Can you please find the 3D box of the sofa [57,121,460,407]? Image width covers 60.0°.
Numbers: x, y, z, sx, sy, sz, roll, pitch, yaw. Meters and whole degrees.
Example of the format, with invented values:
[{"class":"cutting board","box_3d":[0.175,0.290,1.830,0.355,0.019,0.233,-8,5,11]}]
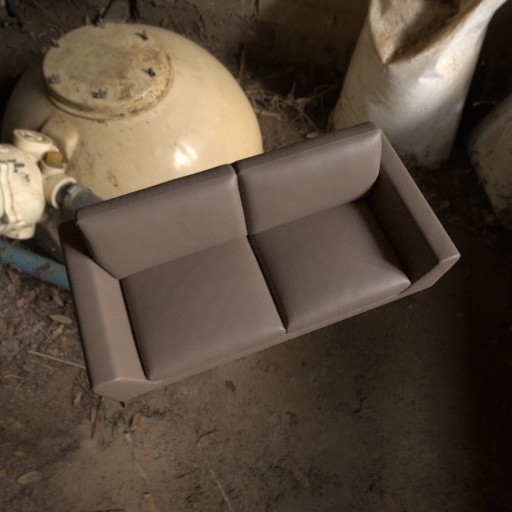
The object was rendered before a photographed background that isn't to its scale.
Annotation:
[{"class":"sofa","box_3d":[0.000,0.000,2.550,2.017,0.875,0.953,-19,66,-9]}]
